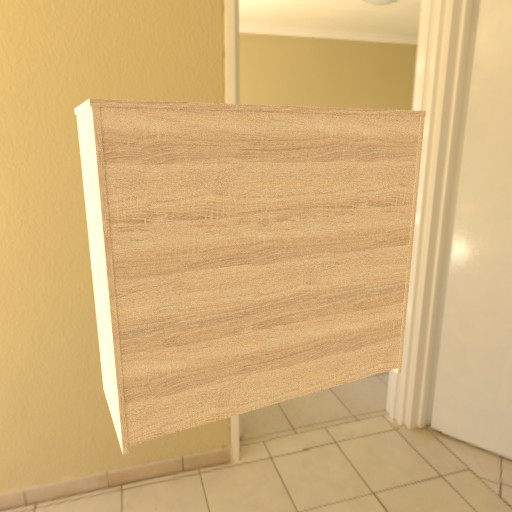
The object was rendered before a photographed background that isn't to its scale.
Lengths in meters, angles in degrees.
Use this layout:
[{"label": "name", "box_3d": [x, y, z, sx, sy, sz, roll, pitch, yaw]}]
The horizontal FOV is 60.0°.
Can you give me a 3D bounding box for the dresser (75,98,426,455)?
[{"label": "dresser", "box_3d": [0.000, 0.000, 1.435, 0.980, 0.900, 0.380, -7, 16, -25]}]
